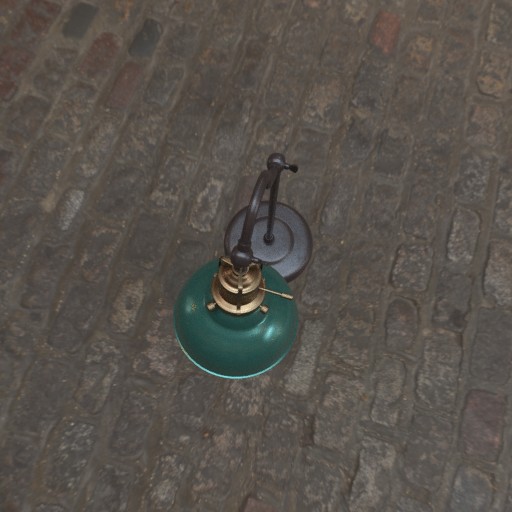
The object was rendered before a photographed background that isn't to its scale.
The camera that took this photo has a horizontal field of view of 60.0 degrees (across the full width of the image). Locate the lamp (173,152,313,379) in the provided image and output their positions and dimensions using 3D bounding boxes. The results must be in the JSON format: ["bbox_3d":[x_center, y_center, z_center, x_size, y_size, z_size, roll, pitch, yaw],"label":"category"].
[{"bbox_3d":[0.000,0.000,0.690,0.192,0.508,0.374,16,77,4],"label":"lamp"}]
